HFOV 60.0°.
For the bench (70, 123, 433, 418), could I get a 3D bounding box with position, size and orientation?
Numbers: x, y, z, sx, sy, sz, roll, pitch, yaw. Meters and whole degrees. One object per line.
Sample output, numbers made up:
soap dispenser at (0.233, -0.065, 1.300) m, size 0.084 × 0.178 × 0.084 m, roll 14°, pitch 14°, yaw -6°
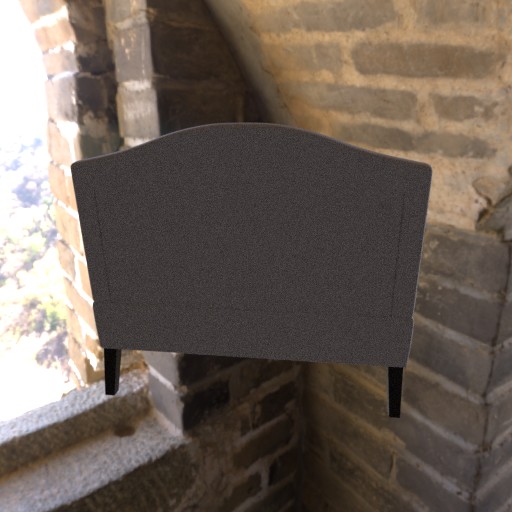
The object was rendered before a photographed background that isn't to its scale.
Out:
bench at (0.000, 0.000, 2.077) m, size 1.335 × 1.180 × 0.815 m, roll 2°, pitch 16°, yaw 7°
